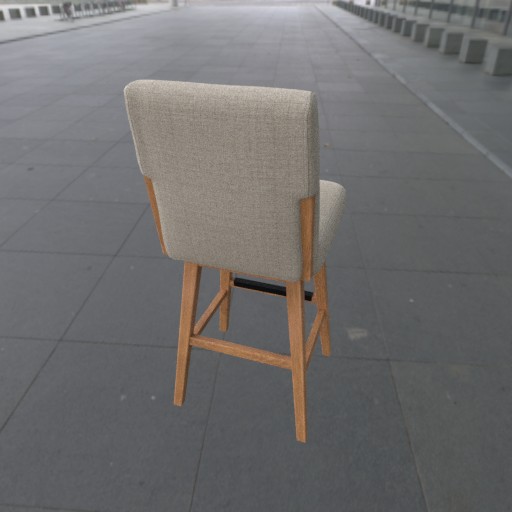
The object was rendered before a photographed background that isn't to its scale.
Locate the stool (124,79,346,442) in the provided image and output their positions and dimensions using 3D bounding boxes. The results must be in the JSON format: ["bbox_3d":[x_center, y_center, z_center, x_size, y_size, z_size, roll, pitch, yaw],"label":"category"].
[{"bbox_3d":[0.000,0.000,1.394,0.483,1.106,0.569,10,33,16],"label":"stool"}]
